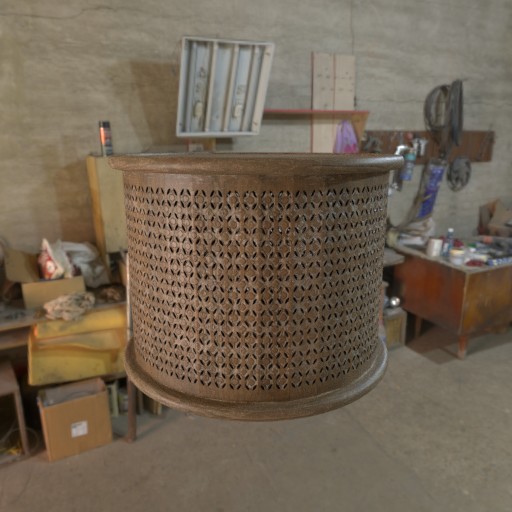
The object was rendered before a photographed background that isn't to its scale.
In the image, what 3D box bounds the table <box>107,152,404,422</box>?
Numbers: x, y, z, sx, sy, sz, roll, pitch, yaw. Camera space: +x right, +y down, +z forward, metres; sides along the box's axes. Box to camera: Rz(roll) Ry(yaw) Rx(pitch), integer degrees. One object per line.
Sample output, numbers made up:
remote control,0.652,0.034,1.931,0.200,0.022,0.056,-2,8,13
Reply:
table,0.000,0.000,1.004,0.607,0.450,0.607,0,14,0
